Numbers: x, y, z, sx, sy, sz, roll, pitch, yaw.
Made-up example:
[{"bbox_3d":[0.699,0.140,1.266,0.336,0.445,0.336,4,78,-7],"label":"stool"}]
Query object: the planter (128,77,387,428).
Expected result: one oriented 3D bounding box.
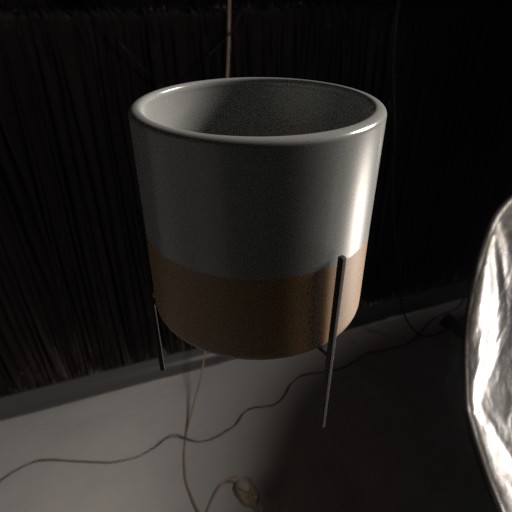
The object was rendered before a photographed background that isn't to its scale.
[{"bbox_3d":[0.000,0.000,0.639,0.310,0.432,0.310,-12,34,-18],"label":"planter"}]
